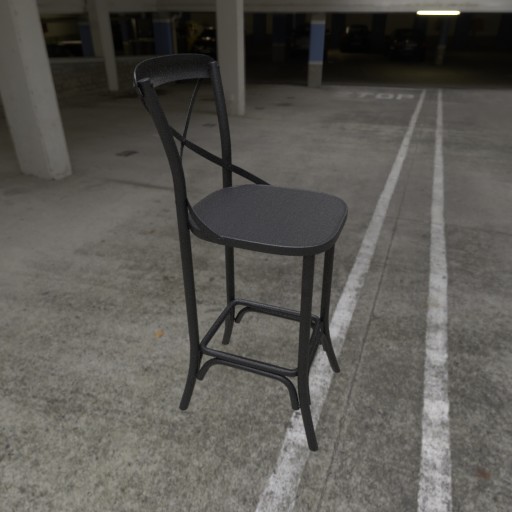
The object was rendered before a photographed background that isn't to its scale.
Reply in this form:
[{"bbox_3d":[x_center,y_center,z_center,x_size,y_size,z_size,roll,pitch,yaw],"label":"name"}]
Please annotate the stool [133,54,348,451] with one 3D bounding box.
[{"bbox_3d":[0.000,0.000,1.439,0.584,1.168,0.457,10,31,18],"label":"stool"}]
